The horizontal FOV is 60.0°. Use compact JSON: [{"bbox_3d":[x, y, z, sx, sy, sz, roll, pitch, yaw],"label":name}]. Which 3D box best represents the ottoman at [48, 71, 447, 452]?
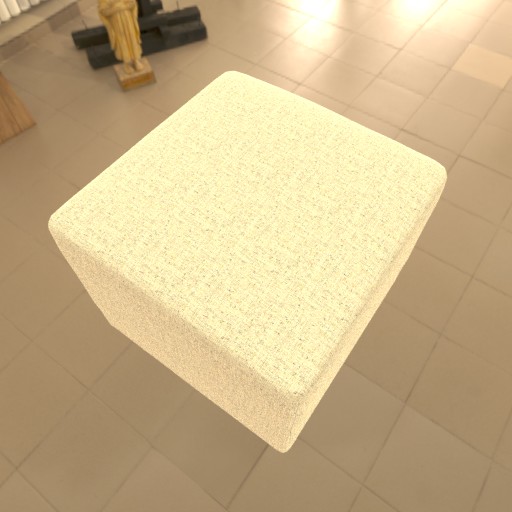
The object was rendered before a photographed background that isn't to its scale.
[{"bbox_3d":[0.000,0.000,0.917,0.512,0.453,0.521,31,63,18],"label":"ottoman"}]
